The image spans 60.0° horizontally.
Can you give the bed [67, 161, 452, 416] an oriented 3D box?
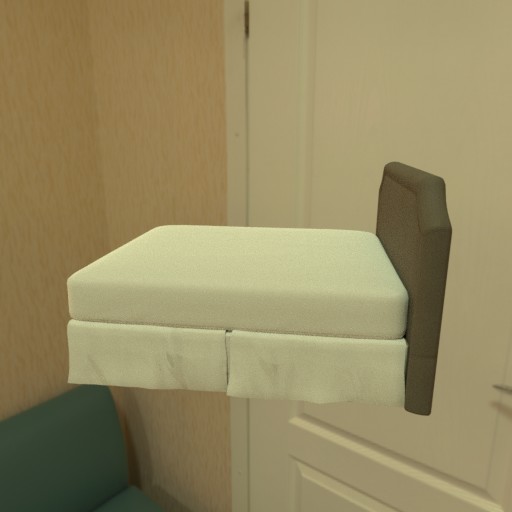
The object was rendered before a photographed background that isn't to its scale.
[{"bbox_3d":[0.000,0.000,3.241,2.181,1.297,1.831,2,15,8],"label":"bed"}]
